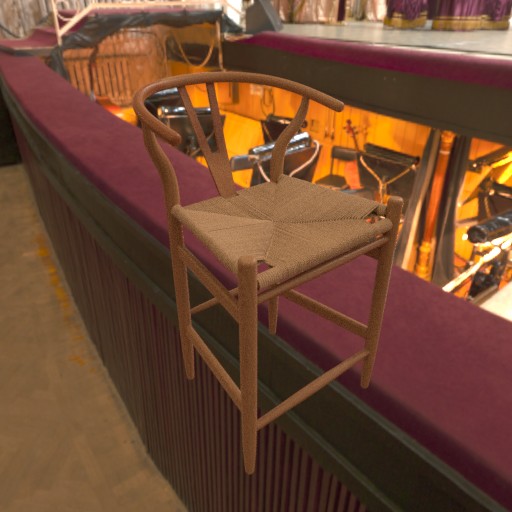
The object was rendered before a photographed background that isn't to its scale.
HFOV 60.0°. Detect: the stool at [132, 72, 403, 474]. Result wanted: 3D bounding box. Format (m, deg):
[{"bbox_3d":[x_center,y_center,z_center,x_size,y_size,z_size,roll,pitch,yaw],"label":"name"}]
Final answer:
[{"bbox_3d":[0.000,0.000,1.275,0.536,0.923,0.575,-22,37,-33],"label":"stool"}]
